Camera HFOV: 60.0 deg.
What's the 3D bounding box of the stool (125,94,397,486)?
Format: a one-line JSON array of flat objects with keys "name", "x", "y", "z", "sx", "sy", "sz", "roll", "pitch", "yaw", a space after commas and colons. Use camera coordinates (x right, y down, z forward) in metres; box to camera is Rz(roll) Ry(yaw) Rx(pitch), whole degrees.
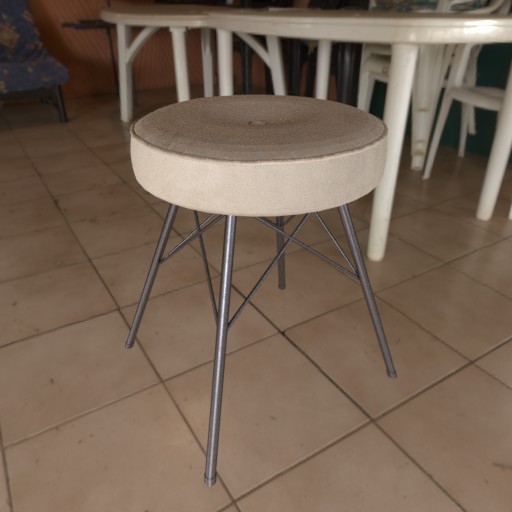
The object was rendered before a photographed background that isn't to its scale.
[{"name": "stool", "x": 0.000, "y": 0.000, "z": 0.848, "sx": 0.457, "sy": 0.538, "sz": 0.423, "roll": -18, "pitch": 35, "yaw": -28}]
